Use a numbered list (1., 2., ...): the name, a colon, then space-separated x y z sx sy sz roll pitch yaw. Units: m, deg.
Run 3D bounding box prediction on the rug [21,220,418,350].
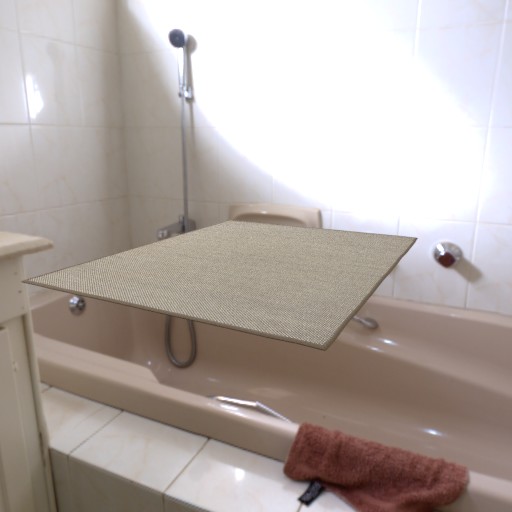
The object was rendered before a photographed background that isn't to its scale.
1. rug: 0.000 0.000 4.075 2.413 0.020 3.041 8 16 27
